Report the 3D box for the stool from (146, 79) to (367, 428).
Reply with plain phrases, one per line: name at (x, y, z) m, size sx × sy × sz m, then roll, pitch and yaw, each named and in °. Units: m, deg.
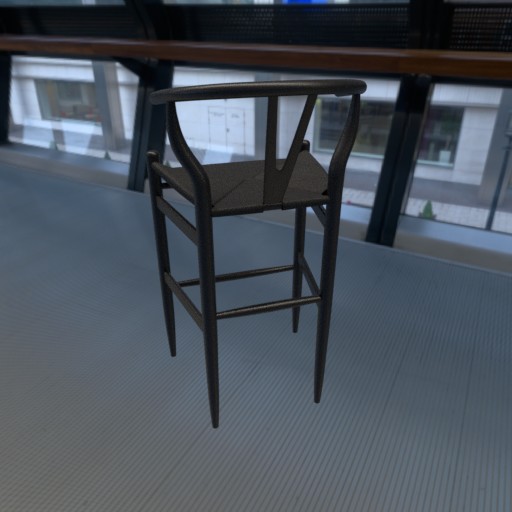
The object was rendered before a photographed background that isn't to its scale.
stool at (0.000, 0.000, 1.386) m, size 0.569 × 1.072 × 0.579 m, roll -8°, pitch 28°, yaw -16°
